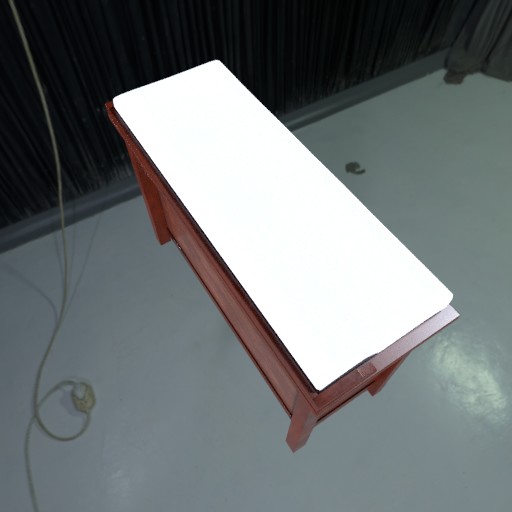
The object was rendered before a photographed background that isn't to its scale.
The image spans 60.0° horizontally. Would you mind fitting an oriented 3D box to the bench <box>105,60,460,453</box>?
[{"bbox_3d":[0.000,0.000,1.303,0.369,0.646,0.987,-28,61,-17],"label":"bench"}]
